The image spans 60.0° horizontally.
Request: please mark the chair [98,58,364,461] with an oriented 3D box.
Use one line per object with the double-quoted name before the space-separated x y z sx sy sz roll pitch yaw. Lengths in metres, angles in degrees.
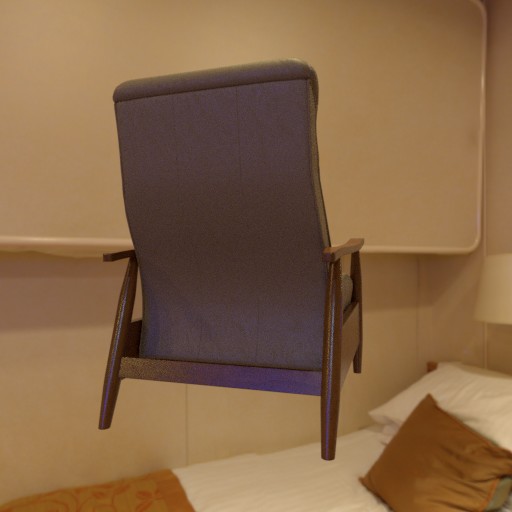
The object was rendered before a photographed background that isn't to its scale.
"chair" 0.000 0.000 1.739 0.762 1.082 1.014 0 0 18
